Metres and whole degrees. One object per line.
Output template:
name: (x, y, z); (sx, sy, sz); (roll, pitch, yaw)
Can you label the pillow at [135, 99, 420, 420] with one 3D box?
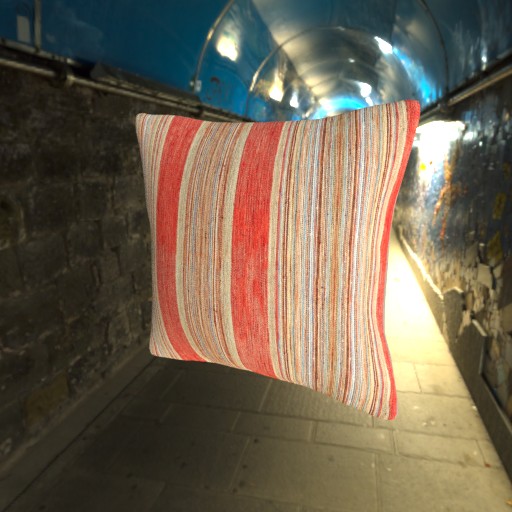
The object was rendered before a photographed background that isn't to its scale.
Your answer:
pillow: (0.000, 0.000, 0.655); (0.437, 0.419, 0.136); (7, 15, 27)
